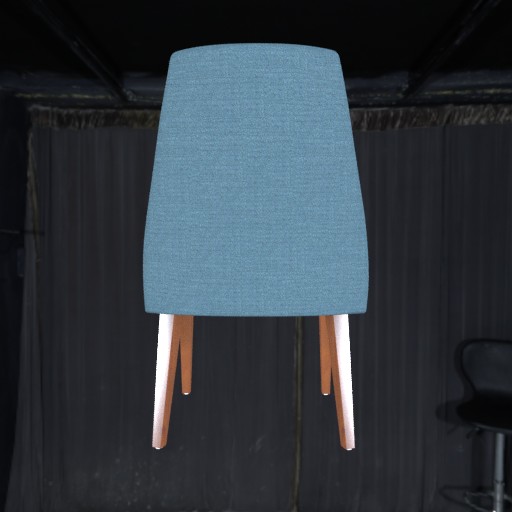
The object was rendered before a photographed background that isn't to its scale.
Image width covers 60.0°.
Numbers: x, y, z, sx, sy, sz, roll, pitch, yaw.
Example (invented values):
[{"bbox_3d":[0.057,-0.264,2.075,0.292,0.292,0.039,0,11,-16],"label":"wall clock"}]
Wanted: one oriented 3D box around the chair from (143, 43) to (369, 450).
[{"bbox_3d":[0.000,0.000,1.149,0.529,0.861,0.544,0,1,1],"label":"chair"}]
